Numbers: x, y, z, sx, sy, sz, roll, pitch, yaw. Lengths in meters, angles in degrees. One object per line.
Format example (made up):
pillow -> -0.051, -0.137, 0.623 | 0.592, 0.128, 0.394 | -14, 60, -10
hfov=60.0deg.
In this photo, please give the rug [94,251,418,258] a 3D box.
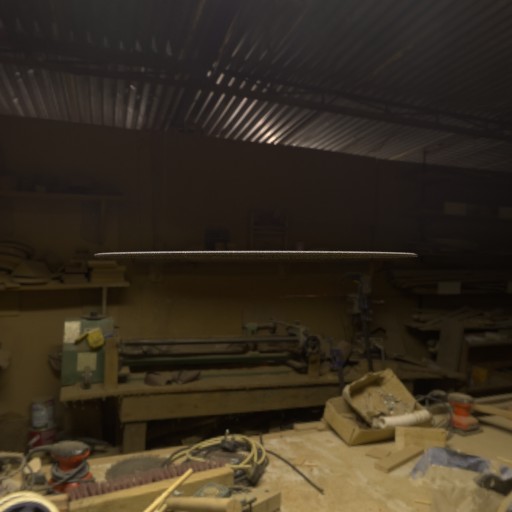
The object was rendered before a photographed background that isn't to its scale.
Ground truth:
rug -> 0.000, 0.000, 2.322 | 1.593, 0.012, 1.593 | 0, -1, 0
